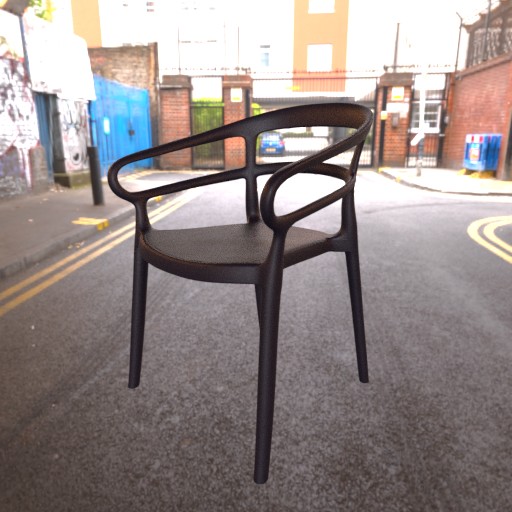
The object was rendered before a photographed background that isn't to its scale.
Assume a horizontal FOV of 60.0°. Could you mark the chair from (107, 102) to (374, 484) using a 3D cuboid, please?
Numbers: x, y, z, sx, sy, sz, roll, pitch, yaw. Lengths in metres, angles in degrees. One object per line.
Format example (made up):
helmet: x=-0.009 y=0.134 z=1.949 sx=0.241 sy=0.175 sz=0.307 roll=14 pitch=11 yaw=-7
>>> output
chair: x=0.000 y=0.000 z=1.128 sx=0.559 sy=0.761 sz=0.527 roll=15 pitch=21 yaw=43
